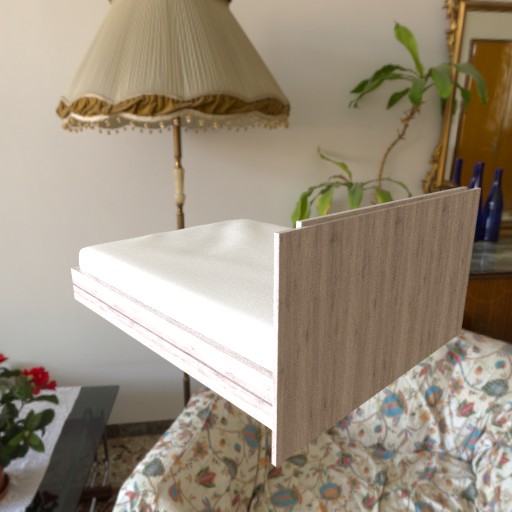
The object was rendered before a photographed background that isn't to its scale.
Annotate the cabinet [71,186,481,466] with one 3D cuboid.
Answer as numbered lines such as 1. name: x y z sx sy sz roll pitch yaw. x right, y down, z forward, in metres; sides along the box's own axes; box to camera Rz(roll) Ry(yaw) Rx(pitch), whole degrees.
1. cabinet: 0.000 0.000 2.937 1.750 0.970 2.080 -15 22 -41
